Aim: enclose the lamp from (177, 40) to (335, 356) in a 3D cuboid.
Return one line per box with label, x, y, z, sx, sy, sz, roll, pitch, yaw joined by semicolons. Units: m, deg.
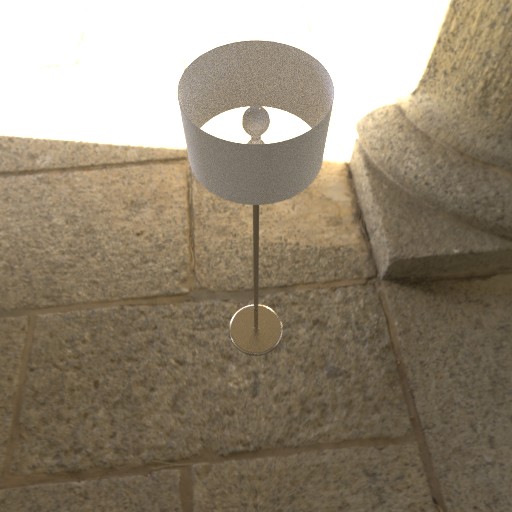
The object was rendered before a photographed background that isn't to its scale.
lamp;0.000;0.000;1.596;0.347;1.443;0.347;-31;64;-17
